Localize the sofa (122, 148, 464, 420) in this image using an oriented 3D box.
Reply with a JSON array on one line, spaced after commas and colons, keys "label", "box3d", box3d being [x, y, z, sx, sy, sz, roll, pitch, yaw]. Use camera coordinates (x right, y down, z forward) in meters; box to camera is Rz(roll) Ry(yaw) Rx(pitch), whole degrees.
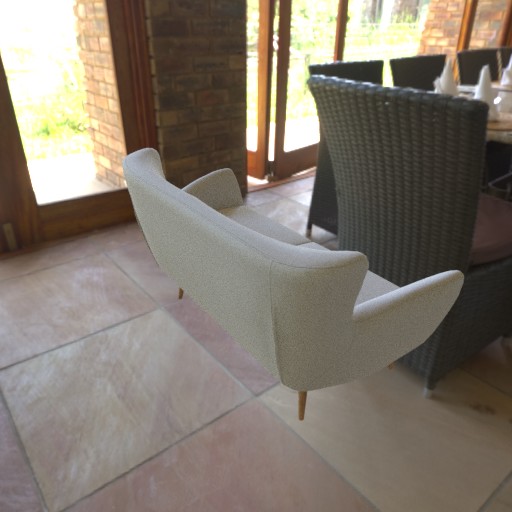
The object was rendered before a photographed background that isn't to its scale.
[{"label": "sofa", "box3d": [0.000, 0.000, 2.436, 0.899, 0.890, 1.930, -18, 33, -31]}]
